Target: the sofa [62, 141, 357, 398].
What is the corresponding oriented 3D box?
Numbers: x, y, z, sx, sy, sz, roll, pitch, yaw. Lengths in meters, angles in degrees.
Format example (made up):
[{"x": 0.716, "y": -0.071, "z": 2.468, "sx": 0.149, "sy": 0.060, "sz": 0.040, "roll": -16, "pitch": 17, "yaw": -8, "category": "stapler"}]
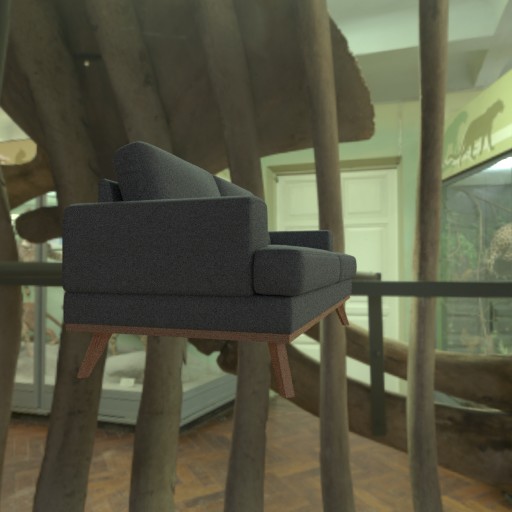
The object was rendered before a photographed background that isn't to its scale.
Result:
[{"x": 0.000, "y": 0.000, "z": 2.055, "sx": 0.785, "sy": 0.810, "sz": 1.650, "roll": 0, "pitch": -1, "yaw": 18, "category": "sofa"}]
